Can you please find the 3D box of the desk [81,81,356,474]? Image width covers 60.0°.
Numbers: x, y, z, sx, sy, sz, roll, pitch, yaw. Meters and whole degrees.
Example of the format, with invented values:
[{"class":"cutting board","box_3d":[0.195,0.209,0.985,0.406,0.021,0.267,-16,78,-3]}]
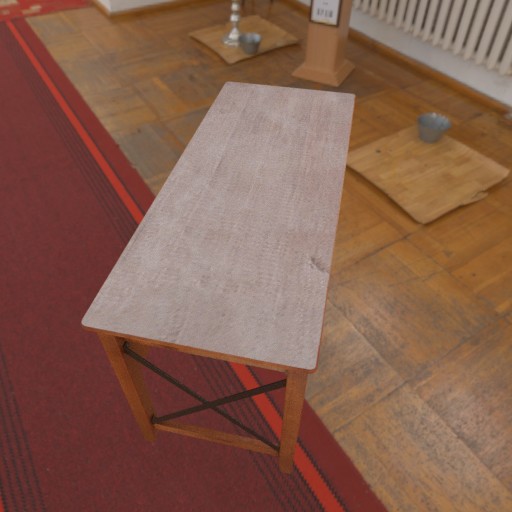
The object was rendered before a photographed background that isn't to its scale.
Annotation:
[{"class":"desk","box_3d":[0.000,0.000,1.747,0.574,0.756,1.353,9,47,9]}]
